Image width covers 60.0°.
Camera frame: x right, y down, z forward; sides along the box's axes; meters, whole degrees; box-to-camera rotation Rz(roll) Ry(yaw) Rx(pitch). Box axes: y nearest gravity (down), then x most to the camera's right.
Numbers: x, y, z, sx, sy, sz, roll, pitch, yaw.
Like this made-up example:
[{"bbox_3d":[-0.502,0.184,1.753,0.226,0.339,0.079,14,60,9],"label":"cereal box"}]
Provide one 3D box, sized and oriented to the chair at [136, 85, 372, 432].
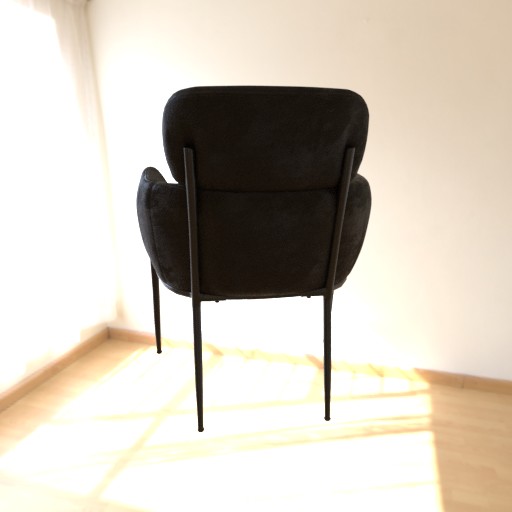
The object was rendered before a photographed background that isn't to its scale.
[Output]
[{"bbox_3d":[0.000,0.000,1.228,0.640,0.818,0.604,-2,14,-8],"label":"chair"}]
